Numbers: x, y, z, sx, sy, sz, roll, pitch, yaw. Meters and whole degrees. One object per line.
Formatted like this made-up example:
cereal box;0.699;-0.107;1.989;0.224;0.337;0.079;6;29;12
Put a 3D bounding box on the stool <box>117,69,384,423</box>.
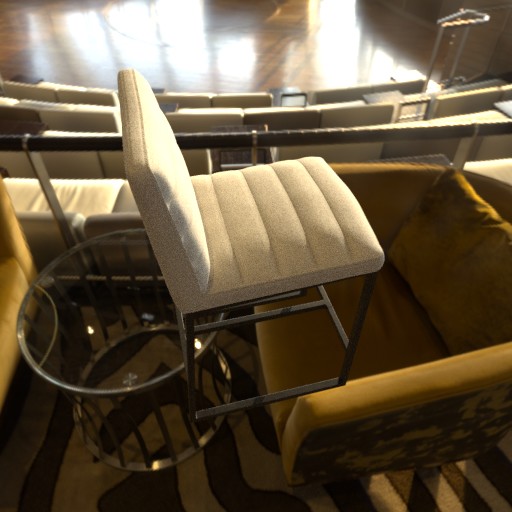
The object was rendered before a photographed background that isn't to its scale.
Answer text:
stool;0.000;0.000;1.277;0.567;0.971;0.459;-10;46;-10
